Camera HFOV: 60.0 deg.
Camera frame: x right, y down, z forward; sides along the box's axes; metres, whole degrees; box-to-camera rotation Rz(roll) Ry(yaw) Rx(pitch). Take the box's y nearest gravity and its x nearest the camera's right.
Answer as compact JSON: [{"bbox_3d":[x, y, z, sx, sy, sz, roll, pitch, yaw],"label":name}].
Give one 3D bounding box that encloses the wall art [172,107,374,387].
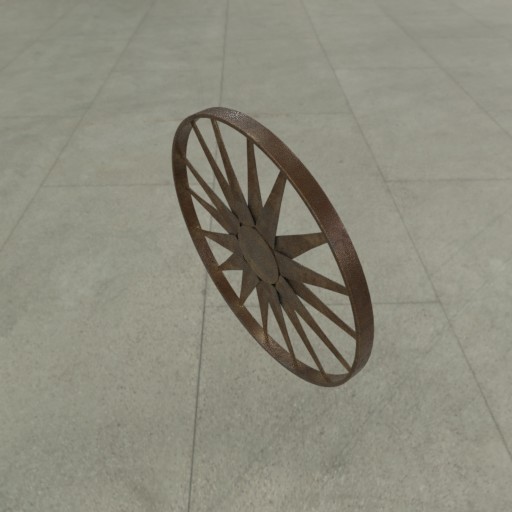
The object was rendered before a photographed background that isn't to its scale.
[{"bbox_3d":[0.000,0.000,0.882,0.084,0.583,0.582,-27,48,-27],"label":"wall art"}]
